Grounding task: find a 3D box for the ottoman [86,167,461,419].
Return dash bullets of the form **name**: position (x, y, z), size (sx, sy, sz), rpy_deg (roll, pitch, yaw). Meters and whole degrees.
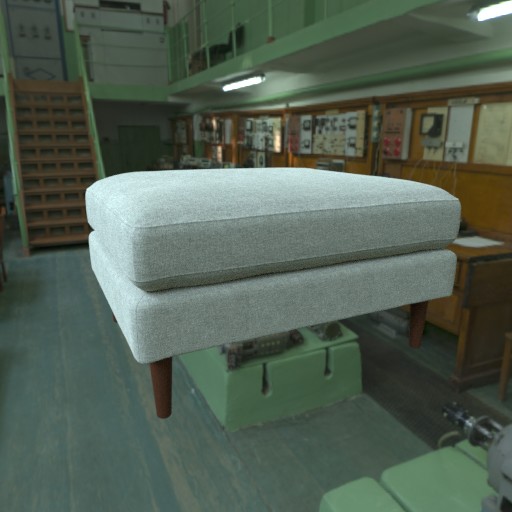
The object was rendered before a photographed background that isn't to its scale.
- **ottoman**: position (0.000, 0.000, 1.253), size (0.821, 0.474, 0.693), rpy_deg (-7, 17, -25)
